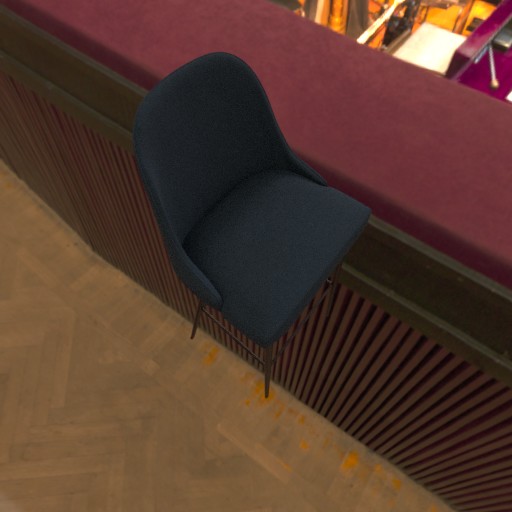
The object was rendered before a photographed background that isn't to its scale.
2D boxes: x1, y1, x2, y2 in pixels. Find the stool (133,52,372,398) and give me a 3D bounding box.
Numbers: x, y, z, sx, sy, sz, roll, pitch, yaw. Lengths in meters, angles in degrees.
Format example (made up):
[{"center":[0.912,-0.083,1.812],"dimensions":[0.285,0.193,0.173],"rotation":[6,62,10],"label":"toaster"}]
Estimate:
[{"center":[0.000,0.000,1.378],"dimensions":[0.489,1.079,0.527],"rotation":[33,64,19],"label":"stool"}]
